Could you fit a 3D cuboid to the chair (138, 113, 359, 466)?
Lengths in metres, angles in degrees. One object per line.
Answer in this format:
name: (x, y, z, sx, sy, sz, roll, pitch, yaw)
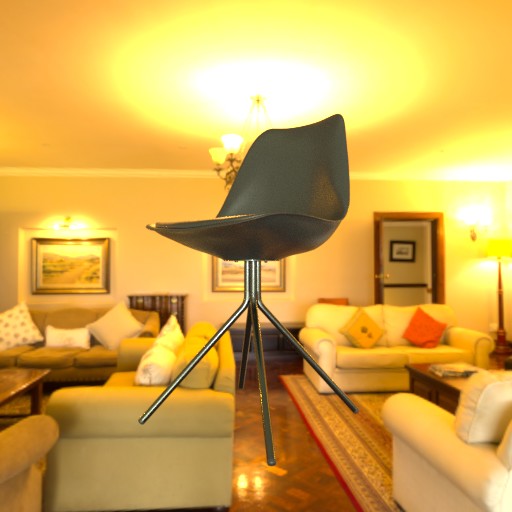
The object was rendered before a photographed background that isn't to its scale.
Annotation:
chair: (0.000, 0.000, 1.179, 0.461, 0.850, 0.525, -1, -2, 37)
